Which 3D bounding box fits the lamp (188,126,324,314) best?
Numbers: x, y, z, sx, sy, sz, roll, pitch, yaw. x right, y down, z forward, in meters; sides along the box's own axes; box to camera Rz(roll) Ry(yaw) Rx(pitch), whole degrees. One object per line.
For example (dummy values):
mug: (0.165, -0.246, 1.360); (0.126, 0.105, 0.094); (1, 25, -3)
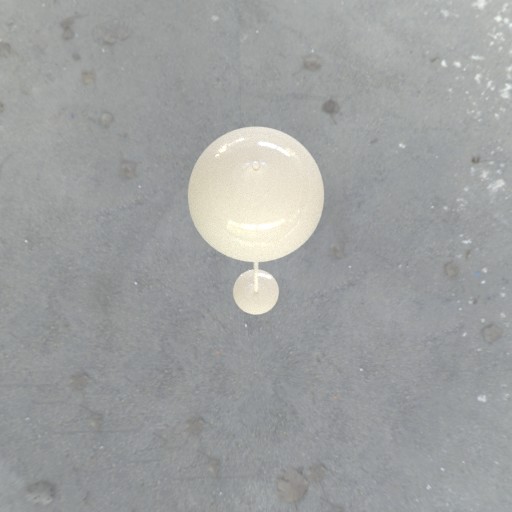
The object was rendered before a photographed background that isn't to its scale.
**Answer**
lamp: (0.000, 0.000, 1.626); (0.328, 1.480, 0.328); (-1, 75, 0)
